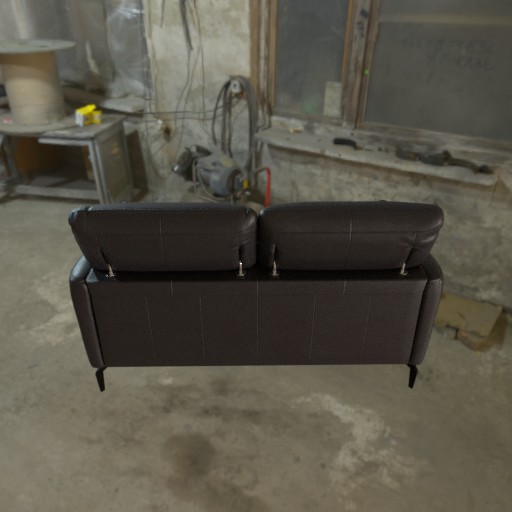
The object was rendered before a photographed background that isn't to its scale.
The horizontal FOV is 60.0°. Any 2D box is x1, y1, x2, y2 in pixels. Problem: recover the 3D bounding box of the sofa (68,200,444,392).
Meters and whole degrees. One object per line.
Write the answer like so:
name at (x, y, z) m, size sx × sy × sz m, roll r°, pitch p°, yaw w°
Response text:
sofa at (0.000, 0.000, 2.229) m, size 1.596 × 0.920 × 0.958 m, roll 0°, pitch 31°, yaw -1°
